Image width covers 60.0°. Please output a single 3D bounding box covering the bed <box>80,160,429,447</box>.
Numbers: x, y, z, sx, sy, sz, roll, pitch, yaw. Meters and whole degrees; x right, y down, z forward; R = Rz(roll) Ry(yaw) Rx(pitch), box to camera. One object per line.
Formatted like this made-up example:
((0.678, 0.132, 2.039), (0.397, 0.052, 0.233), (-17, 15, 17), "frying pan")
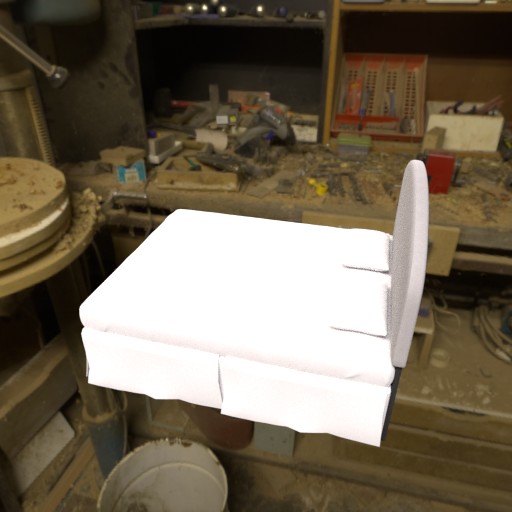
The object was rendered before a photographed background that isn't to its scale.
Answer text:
((0.000, 0.000, 3.079), (2.005, 1.410, 1.607), (8, 32, 13), "bed")
